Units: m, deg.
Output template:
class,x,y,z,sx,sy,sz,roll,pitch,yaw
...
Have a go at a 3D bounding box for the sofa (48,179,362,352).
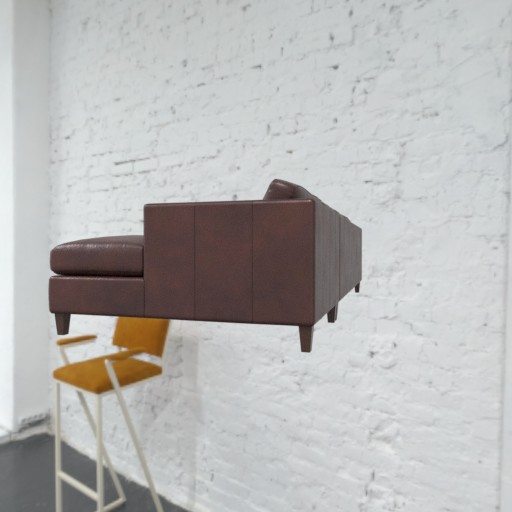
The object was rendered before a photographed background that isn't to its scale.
class,x,y,z,sx,sy,sz,roll,pitch,yaw
sofa,0.000,0.000,3.859,1.581,0.883,3.203,0,1,17
